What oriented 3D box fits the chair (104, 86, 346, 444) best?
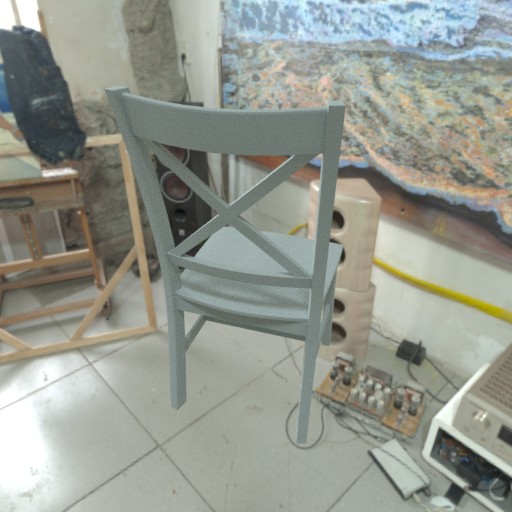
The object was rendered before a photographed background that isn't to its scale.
[{"bbox_3d":[0.000,0.000,1.285,0.485,0.983,0.542,10,32,15],"label":"chair"}]
